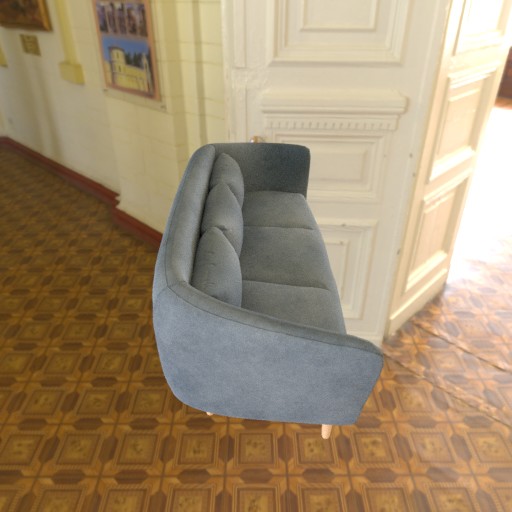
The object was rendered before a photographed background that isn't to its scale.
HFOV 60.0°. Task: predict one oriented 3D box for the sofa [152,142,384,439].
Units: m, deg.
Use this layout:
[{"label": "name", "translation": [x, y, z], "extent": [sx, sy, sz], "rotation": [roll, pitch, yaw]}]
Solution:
[{"label": "sofa", "translation": [0.000, 0.000, 2.462], "extent": [0.849, 0.795, 2.095], "rotation": [0, 32, -1]}]
